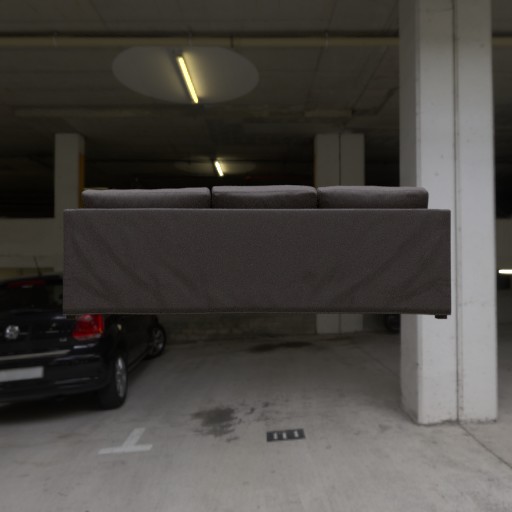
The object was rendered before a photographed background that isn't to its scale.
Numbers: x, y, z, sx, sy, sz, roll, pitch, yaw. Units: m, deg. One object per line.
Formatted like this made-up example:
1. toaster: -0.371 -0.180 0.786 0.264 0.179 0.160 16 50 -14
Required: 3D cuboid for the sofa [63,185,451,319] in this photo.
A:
1. sofa: 0.000 0.000 4.317 2.432 0.871 3.182 0 -1 0
